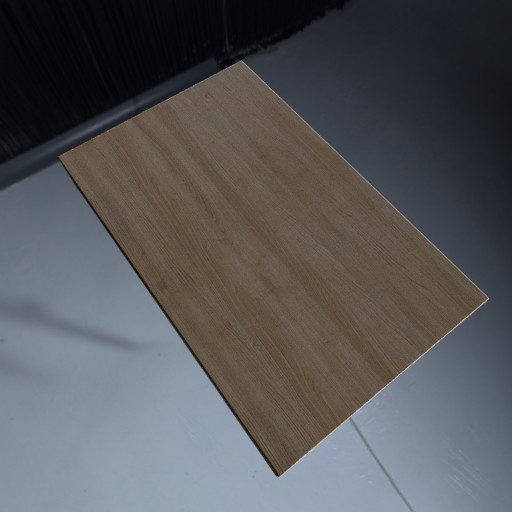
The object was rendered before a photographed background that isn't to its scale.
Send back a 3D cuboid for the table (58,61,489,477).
[{"bbox_3d":[0.000,0.000,1.457,0.700,0.440,1.100,-34,69,-15],"label":"table"}]
